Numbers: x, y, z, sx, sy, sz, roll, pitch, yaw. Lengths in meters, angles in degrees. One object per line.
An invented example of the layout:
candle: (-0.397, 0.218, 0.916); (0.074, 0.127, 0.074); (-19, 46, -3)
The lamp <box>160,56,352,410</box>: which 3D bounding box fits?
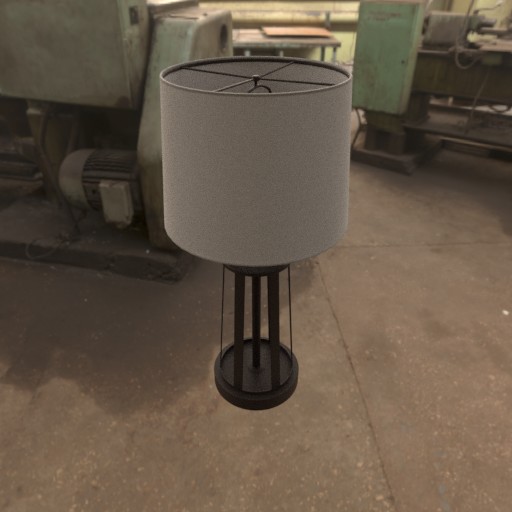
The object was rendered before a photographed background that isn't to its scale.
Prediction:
lamp: (0.000, 0.000, 0.652); (0.251, 0.509, 0.251); (0, 33, 0)
